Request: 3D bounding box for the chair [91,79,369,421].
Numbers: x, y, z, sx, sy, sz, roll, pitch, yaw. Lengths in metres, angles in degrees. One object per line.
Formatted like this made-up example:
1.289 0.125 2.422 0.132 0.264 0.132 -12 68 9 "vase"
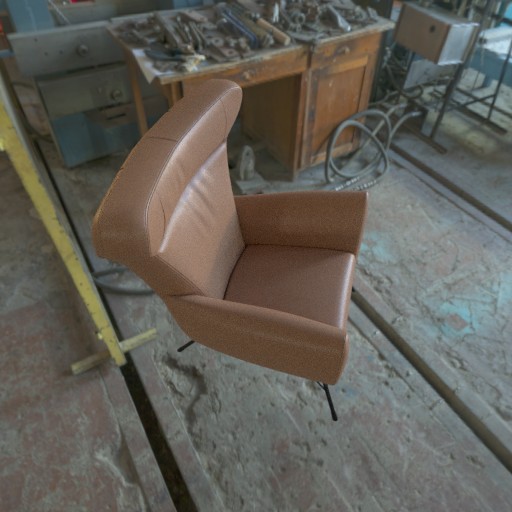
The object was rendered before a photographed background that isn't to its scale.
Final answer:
0.000 0.000 1.813 0.900 1.050 0.980 11 47 10 "chair"
